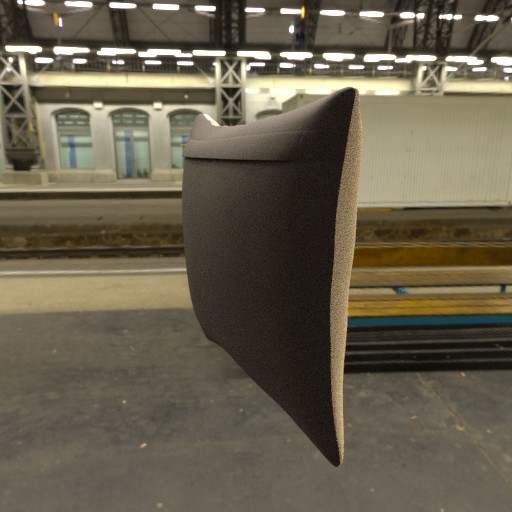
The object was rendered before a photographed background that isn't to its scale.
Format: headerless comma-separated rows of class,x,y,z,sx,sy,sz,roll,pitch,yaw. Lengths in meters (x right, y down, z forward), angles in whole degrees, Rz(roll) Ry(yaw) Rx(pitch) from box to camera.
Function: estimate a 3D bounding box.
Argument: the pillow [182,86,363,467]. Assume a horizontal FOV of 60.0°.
pillow,0.000,0.000,0.622,0.173,0.406,0.405,-7,15,-26
